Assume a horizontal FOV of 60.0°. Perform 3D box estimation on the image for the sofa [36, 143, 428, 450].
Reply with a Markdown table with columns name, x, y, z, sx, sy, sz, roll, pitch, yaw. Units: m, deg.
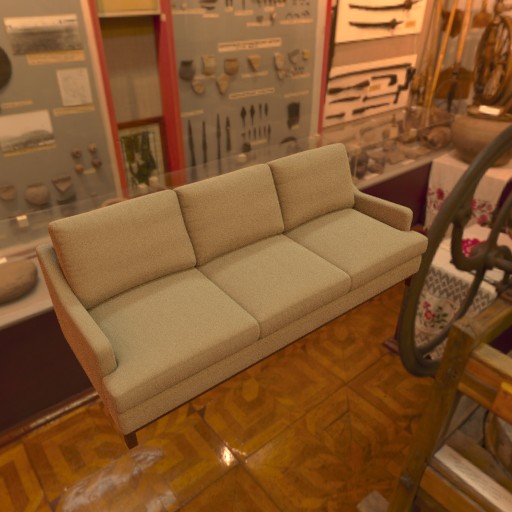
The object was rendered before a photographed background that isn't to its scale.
| name | x | y | z | sx | sy | sz | roll | pitch | yaw |
| --- | --- | --- | --- | --- | --- | --- | --- | --- | --- |
| sofa | 0.000 | 0.000 | 2.813 | 2.321 | 0.913 | 1.000 | -22 | 38 | -31 |
